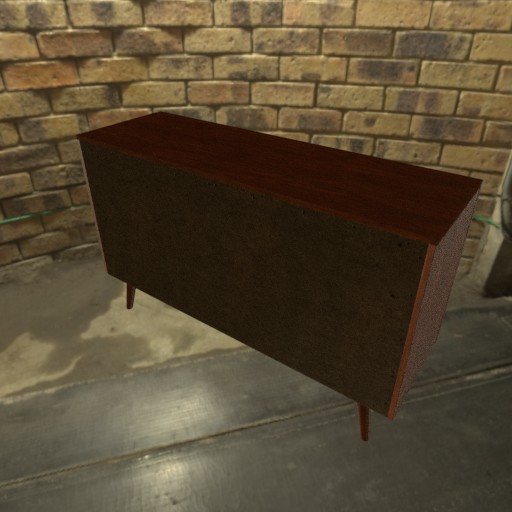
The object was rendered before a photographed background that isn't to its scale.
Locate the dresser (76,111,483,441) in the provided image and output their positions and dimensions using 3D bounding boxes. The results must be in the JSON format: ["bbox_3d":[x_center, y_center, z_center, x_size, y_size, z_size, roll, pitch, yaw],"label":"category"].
[{"bbox_3d":[0.000,0.000,1.867,1.472,0.889,0.500,21,38,30],"label":"dresser"}]
